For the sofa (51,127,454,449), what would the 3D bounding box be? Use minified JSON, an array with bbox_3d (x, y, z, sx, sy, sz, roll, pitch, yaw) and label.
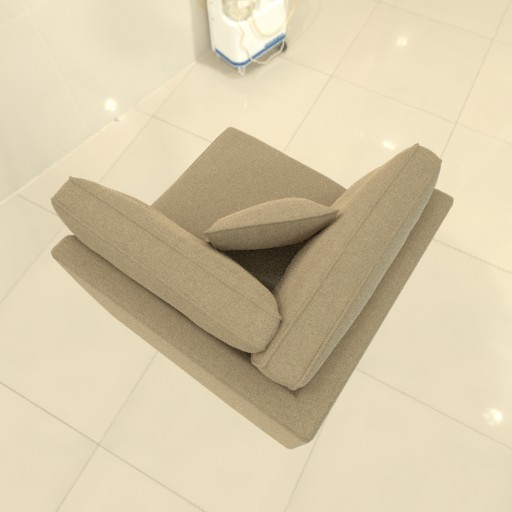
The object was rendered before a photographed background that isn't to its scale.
[{"bbox_3d":[0.000,0.000,1.926,1.146,1.002,1.084,33,69,14],"label":"sofa"}]
